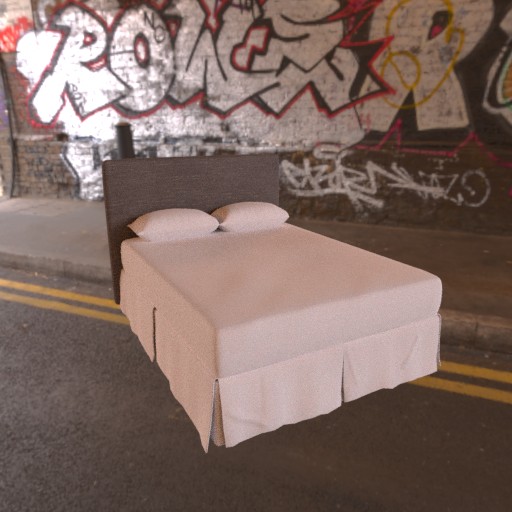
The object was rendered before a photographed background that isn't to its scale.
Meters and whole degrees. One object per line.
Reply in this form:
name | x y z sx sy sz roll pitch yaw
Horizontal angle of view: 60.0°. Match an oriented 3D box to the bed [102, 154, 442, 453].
bed | 0.000 0.000 3.276 1.723 1.330 2.142 -9 19 -28
